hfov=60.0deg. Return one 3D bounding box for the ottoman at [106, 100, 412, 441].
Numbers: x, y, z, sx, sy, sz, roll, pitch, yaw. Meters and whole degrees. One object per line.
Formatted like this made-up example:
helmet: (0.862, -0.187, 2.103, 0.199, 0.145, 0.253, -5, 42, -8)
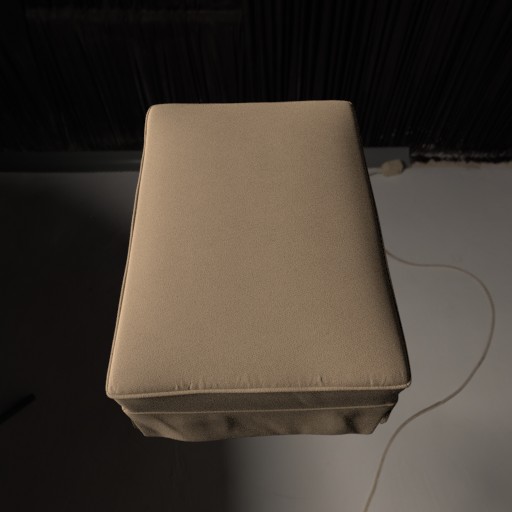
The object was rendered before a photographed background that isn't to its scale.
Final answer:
ottoman: (0.000, 0.000, 1.313, 0.721, 0.482, 0.959, -1, 58, -1)
